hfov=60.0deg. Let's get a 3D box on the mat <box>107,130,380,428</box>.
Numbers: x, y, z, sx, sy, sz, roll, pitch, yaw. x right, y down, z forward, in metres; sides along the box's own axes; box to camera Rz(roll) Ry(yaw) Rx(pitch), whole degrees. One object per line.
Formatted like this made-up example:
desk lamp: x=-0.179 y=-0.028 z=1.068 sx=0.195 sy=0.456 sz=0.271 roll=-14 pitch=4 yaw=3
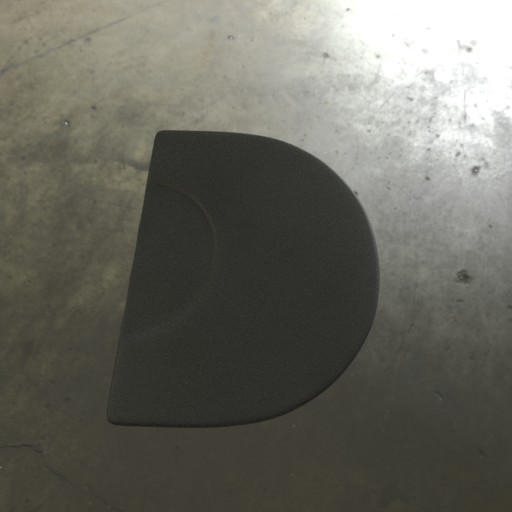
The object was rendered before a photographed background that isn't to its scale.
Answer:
mat: x=0.000 y=0.000 z=1.660 sx=0.917 sy=0.016 sz=1.220 roll=2 pitch=63 yaw=1
